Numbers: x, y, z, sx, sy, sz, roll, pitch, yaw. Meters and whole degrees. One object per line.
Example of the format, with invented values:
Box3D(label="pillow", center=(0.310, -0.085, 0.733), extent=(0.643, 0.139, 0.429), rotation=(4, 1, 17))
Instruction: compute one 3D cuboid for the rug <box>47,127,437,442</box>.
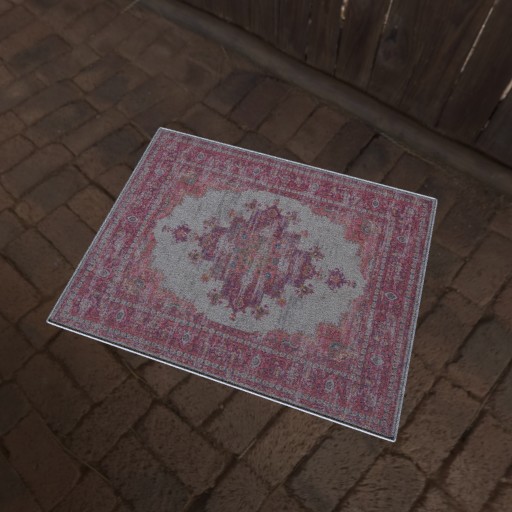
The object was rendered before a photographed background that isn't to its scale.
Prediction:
Box3D(label="rug", center=(0.000, 0.000, 4.246), extent=(3.123, 0.017, 2.447), rotation=(17, 63, 9))
